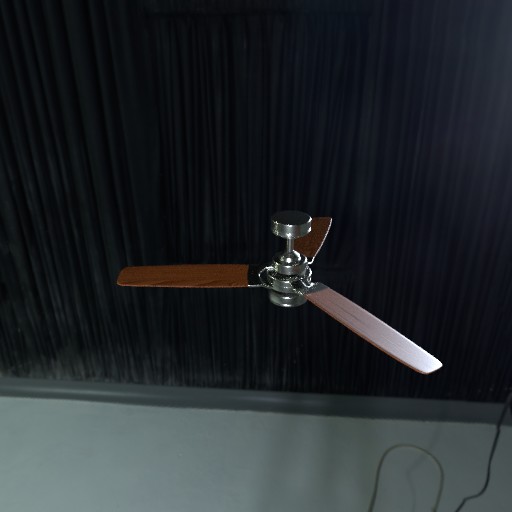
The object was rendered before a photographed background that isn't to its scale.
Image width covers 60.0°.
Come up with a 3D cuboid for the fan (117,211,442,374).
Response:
[{"bbox_3d":[0.000,0.000,2.053,1.271,0.410,1.416,0,27,0],"label":"fan"}]
